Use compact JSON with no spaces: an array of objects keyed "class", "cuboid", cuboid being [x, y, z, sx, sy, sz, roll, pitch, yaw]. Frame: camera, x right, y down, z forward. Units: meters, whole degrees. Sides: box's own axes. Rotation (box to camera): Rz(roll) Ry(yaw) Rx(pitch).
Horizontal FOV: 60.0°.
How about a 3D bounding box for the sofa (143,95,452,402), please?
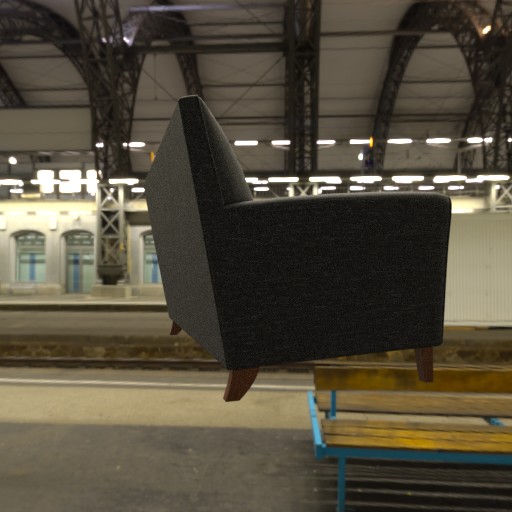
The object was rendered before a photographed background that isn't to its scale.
[{"class":"sofa","cuboid":[0.000,0.000,1.945,0.875,0.846,1.420,0,-1,-18]}]
